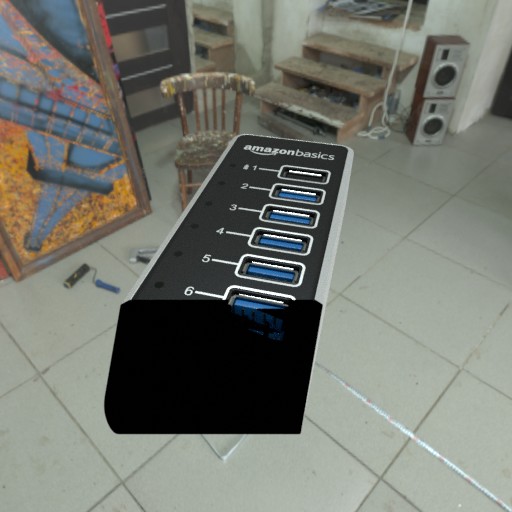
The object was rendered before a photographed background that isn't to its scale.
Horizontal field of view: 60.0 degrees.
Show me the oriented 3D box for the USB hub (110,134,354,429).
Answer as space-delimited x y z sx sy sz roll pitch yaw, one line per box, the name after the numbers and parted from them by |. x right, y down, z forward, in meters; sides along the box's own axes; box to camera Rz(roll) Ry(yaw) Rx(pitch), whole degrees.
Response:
0.000 0.000 0.129 0.044 0.023 0.110 10 42 11 | USB hub
